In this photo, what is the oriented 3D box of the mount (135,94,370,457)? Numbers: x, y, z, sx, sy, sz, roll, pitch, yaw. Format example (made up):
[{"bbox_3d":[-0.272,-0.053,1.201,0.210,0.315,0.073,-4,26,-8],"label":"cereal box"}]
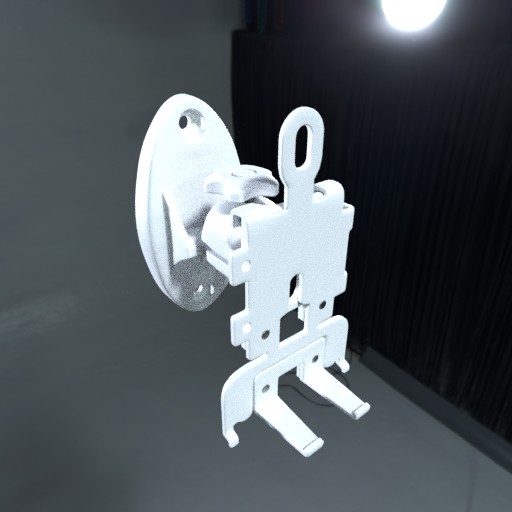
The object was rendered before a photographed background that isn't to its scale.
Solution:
[{"bbox_3d":[0.000,0.000,0.173,0.066,0.118,0.100,-21,35,-33],"label":"mount"}]
